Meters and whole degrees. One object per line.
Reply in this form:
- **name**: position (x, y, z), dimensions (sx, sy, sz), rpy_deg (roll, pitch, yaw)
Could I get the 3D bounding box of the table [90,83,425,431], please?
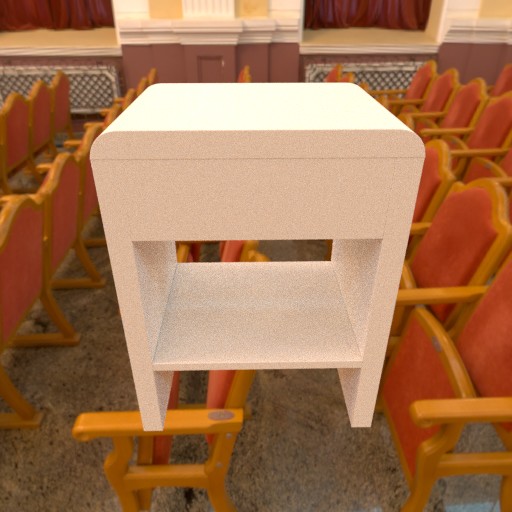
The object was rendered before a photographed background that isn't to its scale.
- **table**: position (0.000, 0.000, 0.876), dimensions (0.450, 0.590, 0.350), rpy_deg (-1, 31, -1)
